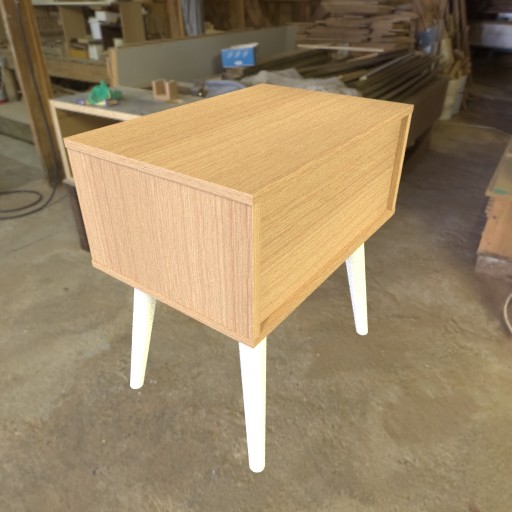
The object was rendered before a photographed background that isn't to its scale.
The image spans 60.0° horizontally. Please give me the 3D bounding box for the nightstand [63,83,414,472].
[{"bbox_3d":[0.000,0.000,0.998,0.407,0.610,0.571,21,38,30],"label":"nightstand"}]
